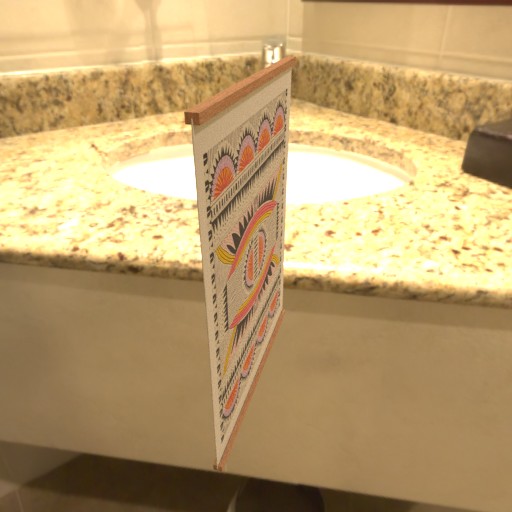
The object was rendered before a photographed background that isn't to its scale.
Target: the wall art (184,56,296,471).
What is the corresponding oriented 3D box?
[{"bbox_3d":[0.000,0.000,1.334,0.028,1.016,0.765,9,32,14],"label":"wall art"}]
